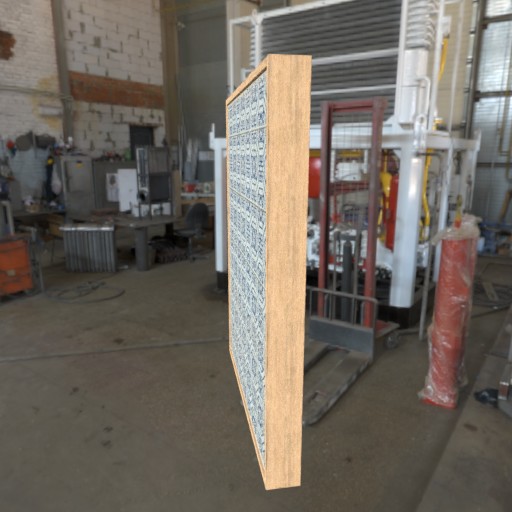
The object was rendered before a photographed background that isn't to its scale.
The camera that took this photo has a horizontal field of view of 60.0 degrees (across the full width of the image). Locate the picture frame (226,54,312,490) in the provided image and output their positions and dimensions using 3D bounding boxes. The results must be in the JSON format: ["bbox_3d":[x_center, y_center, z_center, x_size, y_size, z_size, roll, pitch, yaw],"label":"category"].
[{"bbox_3d":[0.000,0.000,0.722,0.046,0.526,0.421,-2,13,-10],"label":"picture frame"}]
